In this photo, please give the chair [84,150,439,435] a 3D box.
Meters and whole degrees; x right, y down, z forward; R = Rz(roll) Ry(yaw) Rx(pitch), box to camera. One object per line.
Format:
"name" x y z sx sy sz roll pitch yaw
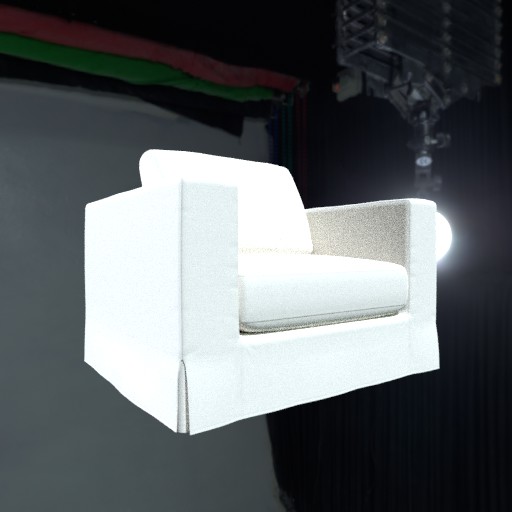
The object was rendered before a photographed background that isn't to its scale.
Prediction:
"chair" 0.000 0.000 1.805 1.150 0.878 0.957 -1 1 -35
